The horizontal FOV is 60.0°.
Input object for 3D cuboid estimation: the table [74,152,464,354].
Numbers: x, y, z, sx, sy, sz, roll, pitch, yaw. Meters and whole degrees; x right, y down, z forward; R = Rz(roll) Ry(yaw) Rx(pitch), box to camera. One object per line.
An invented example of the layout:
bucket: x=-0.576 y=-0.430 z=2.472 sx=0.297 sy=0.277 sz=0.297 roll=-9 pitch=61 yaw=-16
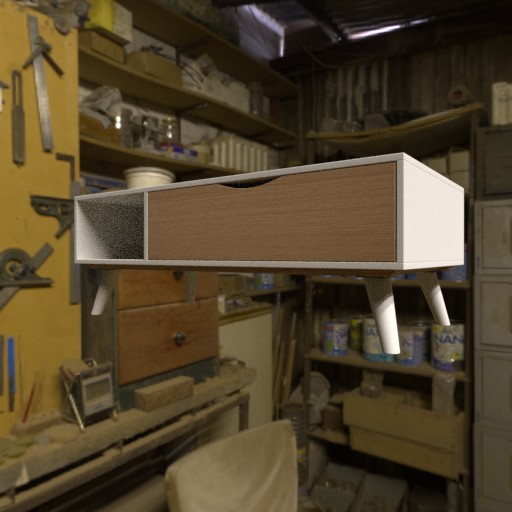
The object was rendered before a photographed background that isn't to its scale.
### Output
table: x=0.000 y=0.000 z=1.515 sx=1.194 sy=0.432 sz=0.609 roll=0 pitch=0 yaw=36
